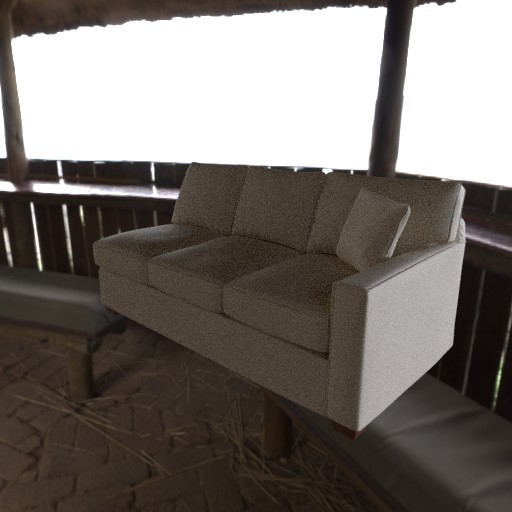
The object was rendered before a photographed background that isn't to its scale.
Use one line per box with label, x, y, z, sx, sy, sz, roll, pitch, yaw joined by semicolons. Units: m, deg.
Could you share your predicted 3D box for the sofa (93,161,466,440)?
sofa;0.000;0.000;2.544;1.963;0.946;1.034;14;21;41
